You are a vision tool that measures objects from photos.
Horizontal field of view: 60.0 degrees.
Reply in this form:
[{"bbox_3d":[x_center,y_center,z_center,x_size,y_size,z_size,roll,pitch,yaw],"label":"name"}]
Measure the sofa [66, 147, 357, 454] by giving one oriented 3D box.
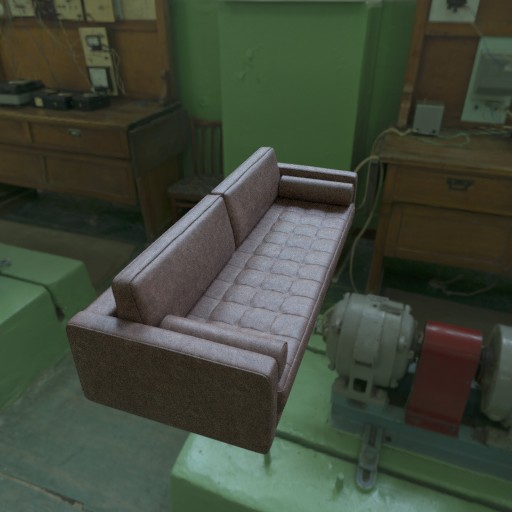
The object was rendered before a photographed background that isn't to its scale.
[{"bbox_3d":[0.000,0.000,2.663,0.914,0.762,2.210,10,32,16],"label":"sofa"}]
